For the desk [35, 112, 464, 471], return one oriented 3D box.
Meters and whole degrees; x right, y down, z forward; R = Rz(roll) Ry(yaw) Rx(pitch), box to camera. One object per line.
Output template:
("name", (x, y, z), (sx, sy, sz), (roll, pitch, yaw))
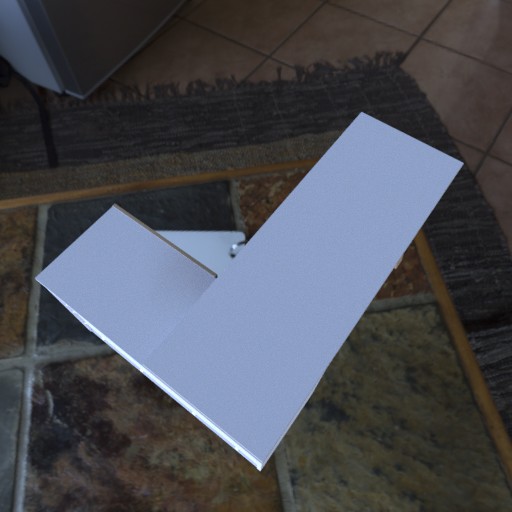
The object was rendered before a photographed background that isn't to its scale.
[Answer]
("desk", (0.000, 0.000, 2.054), (1.098, 0.755, 1.404), (33, 67, 16))
